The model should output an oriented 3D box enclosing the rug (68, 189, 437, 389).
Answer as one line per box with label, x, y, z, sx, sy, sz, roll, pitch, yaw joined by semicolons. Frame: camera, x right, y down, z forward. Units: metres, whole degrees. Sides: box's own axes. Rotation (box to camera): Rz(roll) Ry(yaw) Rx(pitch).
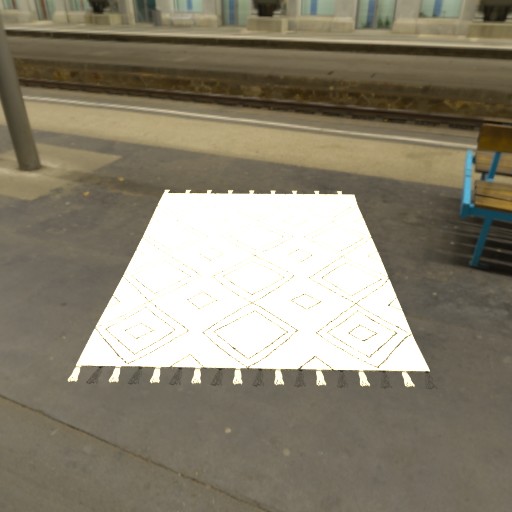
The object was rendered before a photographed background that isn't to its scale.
rug;0.000;0.000;4.177;2.342;0.026;3.221;1;31;1
